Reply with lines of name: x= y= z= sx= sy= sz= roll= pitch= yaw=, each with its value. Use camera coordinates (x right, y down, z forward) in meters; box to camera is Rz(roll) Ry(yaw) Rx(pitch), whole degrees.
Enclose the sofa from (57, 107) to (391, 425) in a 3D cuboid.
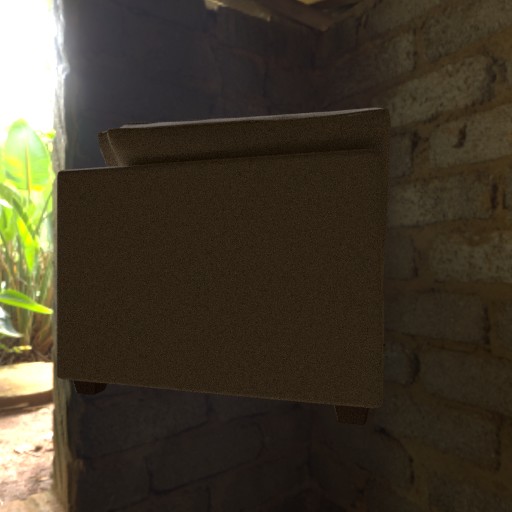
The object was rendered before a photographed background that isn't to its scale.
sofa: x=0.000 y=0.000 z=1.786 sx=1.050 sy=0.937 sz=1.042 roll=0 pitch=0 yaw=18
